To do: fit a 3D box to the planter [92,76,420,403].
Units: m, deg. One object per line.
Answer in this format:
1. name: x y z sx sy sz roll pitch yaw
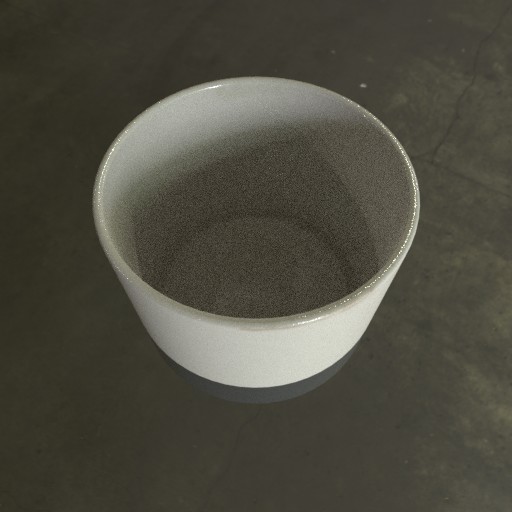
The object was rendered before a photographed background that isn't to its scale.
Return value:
1. planter: 0.000 0.000 0.339 0.193 0.177 0.193 0 58 0
